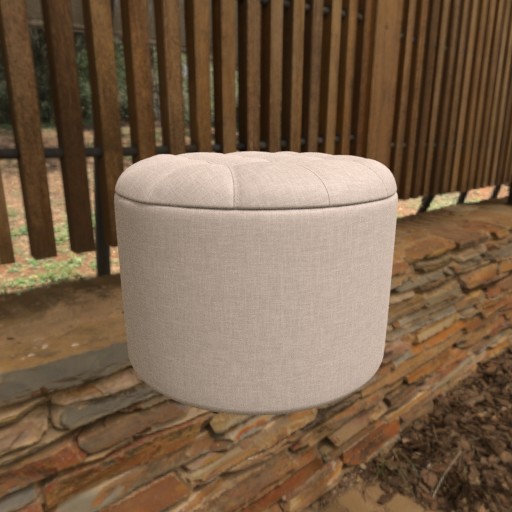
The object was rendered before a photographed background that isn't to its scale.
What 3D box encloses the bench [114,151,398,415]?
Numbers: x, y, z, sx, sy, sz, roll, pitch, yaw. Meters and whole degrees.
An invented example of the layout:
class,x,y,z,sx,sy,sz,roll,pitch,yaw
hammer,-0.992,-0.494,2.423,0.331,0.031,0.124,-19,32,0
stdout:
class,x,y,z,sx,sy,sz,roll,pitch,yaw
bench,0.000,0.000,1.017,0.600,0.453,0.600,0,16,0
